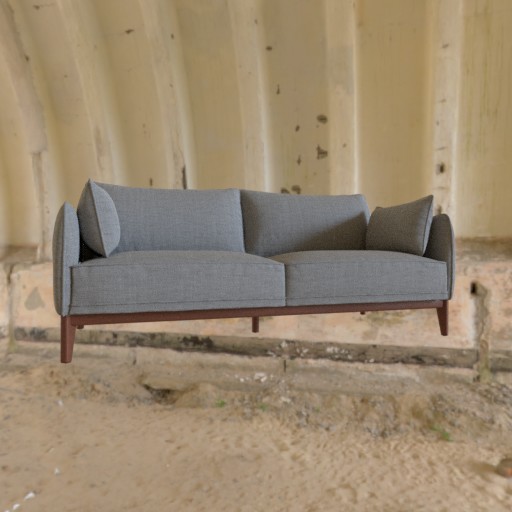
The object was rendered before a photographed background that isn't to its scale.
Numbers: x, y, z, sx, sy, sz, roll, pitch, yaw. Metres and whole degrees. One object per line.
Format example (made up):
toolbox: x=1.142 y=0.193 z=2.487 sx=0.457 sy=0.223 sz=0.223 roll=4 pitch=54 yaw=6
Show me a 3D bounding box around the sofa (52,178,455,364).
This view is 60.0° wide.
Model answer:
sofa: x=0.000 y=0.000 z=2.443 sx=1.989 sy=0.851 sz=0.972 roll=0 pitch=1 yaw=-18
